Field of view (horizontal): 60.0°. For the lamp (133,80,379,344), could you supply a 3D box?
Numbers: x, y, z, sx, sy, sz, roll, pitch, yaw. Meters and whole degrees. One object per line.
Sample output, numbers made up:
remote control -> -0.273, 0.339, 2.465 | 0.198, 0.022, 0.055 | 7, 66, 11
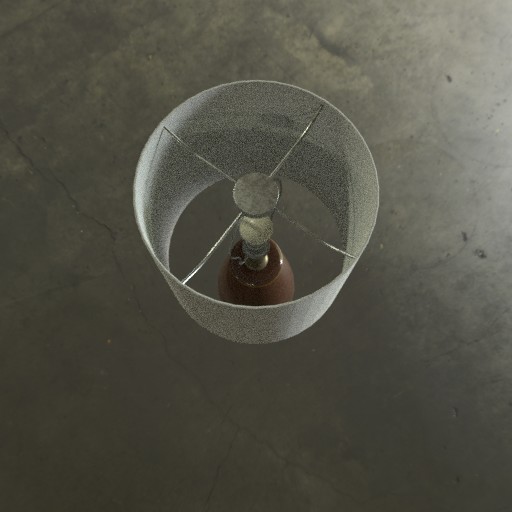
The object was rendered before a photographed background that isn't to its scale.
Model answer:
lamp -> 0.000, 0.000, 0.474 | 0.186, 0.369, 0.186 | 0, 76, 0
